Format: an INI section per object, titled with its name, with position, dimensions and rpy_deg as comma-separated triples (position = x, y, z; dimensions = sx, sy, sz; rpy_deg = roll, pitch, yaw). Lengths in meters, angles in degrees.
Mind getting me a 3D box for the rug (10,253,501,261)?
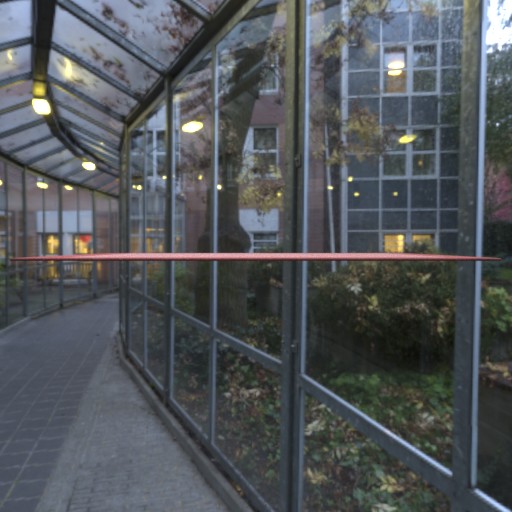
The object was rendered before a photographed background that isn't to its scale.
[rug]
position = 0.000, 0.000, 2.954
dimensions = 2.438, 0.014, 1.524
rpy_deg = 0, 1, 0
